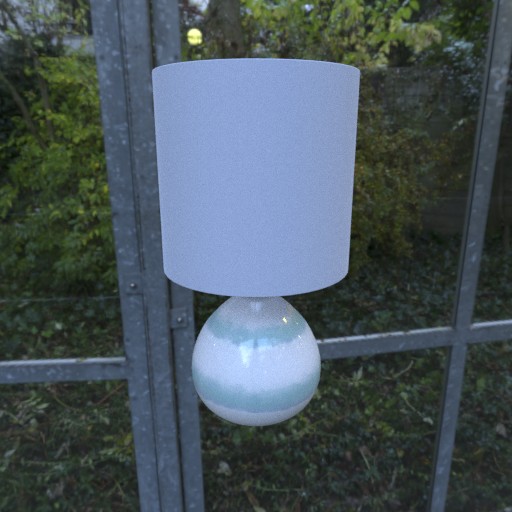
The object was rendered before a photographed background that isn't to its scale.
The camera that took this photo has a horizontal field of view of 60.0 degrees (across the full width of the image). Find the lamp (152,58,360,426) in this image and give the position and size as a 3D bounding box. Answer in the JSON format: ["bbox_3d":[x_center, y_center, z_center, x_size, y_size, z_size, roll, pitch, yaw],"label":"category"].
[{"bbox_3d":[0.000,0.000,0.528,0.217,0.404,0.217,2,16,8],"label":"lamp"}]
